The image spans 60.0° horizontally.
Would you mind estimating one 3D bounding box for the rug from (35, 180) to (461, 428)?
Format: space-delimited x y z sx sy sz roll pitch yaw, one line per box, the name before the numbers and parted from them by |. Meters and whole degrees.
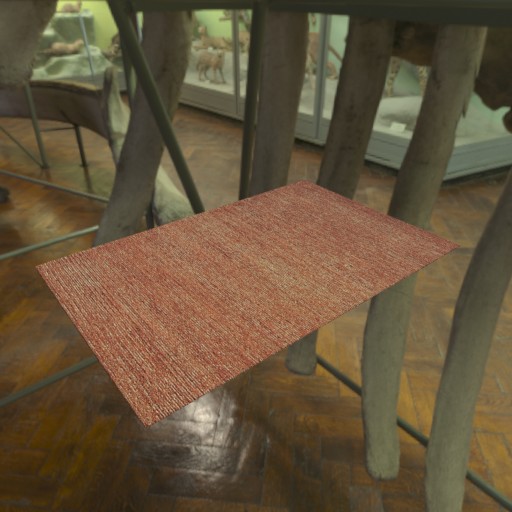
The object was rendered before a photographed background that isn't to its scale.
rug | 0.000 0.000 2.161 1.747 0.011 1.139 -22 38 -32
